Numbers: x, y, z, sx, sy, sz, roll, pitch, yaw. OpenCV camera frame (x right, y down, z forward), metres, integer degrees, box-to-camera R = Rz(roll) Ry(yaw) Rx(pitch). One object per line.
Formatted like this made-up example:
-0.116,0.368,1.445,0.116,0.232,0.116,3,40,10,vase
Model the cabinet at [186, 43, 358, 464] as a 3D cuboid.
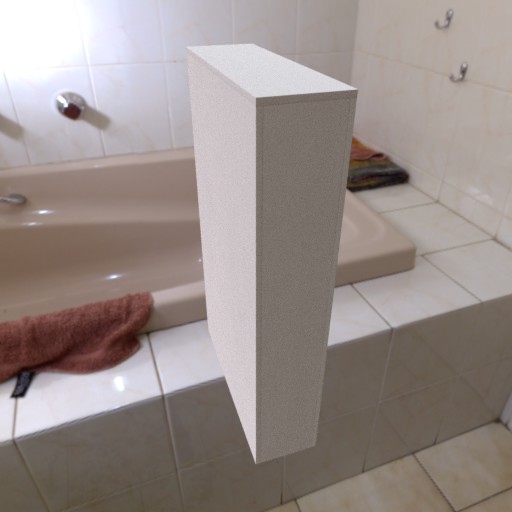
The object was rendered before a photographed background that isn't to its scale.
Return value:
0.000,0.000,1.584,0.250,1.280,0.750,-10,34,-15,cabinet
